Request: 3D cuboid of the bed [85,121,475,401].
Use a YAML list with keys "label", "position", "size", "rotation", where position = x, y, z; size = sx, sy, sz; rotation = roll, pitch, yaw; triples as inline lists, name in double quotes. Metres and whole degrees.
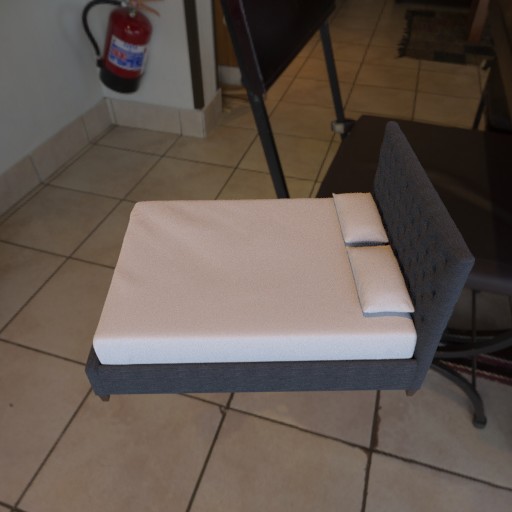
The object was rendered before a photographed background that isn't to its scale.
- label: "bed"
  position: [0.000, 0.000, 3.454]
  size: [2.387, 1.427, 1.698]
  rotation: [-1, 42, -1]
